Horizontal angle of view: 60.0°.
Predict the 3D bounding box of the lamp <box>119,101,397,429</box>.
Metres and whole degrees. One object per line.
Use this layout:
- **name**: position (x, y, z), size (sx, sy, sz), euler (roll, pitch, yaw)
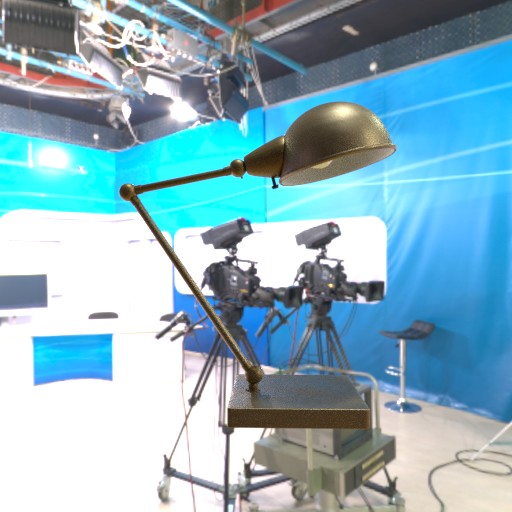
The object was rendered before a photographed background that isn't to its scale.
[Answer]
- **lamp**: position (0.000, 0.000, 0.547), size (0.339, 0.371, 0.149), euler (0, 0, 2)
